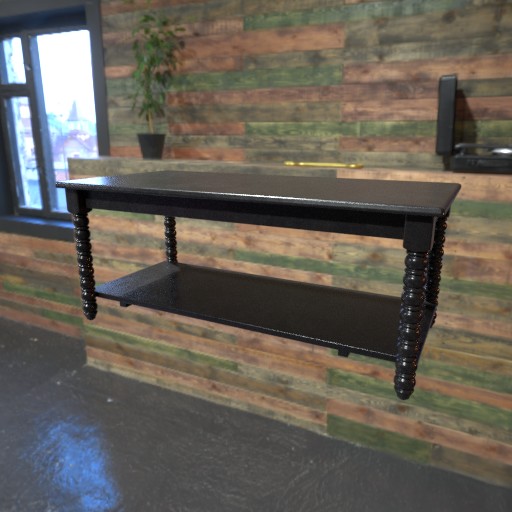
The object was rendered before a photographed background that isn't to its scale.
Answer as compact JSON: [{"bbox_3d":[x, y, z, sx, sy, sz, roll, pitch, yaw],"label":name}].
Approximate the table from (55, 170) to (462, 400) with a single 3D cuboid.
[{"bbox_3d":[0.000,0.000,1.479,1.171,0.487,0.580,8,17,26],"label":"table"}]
